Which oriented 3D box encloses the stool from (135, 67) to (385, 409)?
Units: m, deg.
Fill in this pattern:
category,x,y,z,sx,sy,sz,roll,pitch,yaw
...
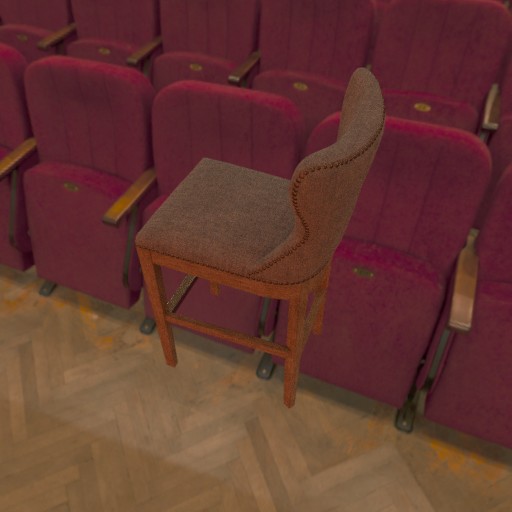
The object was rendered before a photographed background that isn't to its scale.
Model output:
category,x,y,z,sx,sy,sz,roll,pitch,yaw
stool,0.000,0.000,1.439,0.606,1.123,0.494,17,49,15
